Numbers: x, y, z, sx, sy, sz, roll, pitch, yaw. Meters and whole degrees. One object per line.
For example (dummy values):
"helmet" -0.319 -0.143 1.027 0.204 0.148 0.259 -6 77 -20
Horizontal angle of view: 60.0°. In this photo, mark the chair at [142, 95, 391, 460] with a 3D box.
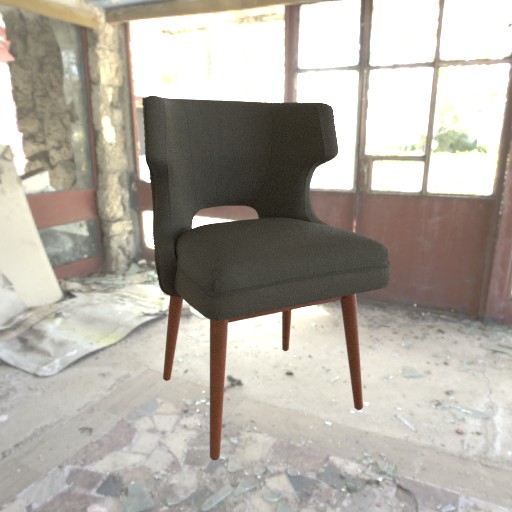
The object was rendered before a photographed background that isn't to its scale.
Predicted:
"chair" 0.000 0.000 1.246 0.595 0.863 0.581 -8 17 -26
